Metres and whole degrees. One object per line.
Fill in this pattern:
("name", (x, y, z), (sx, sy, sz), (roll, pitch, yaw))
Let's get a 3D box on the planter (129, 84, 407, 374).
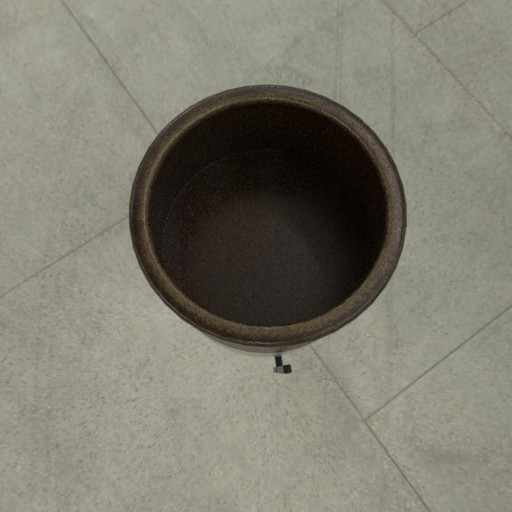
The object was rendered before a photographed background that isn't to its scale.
("planter", (0.000, 0.000, 0.570), (0.269, 0.375, 0.255), (19, 76, 5))
